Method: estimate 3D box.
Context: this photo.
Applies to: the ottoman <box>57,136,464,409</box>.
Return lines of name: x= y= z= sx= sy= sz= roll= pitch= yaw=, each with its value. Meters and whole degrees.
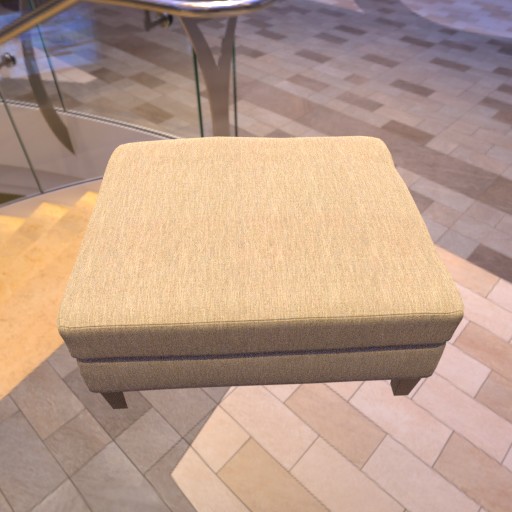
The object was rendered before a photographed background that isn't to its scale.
ottoman: x=0.000 y=0.000 z=1.445 sx=0.976 sy=0.492 sz=0.836 roll=-2 pitch=45 yaw=-2
